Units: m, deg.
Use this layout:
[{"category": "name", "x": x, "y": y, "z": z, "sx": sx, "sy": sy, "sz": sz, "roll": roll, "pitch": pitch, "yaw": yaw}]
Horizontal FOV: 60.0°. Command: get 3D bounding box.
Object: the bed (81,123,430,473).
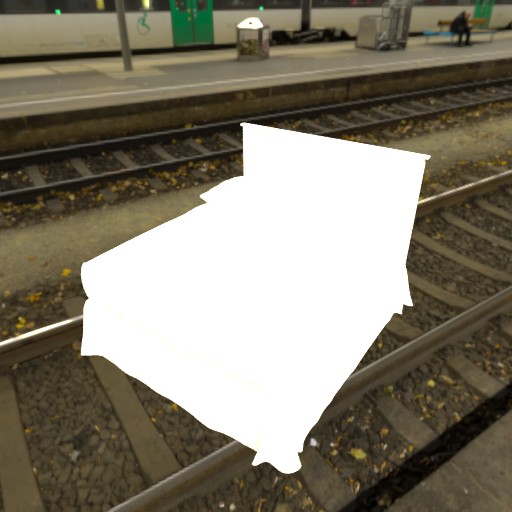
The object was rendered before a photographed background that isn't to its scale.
[{"category": "bed", "x": 0.000, "y": 0.000, "z": 3.186, "sx": 1.876, "sy": 1.269, "sz": 2.047, "roll": 20, "pitch": 36, "yaw": 30}]
